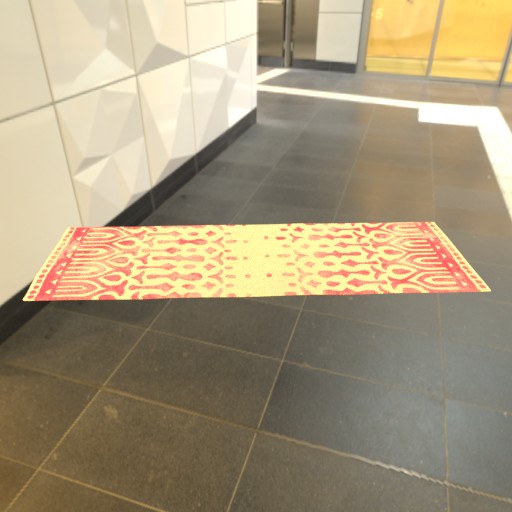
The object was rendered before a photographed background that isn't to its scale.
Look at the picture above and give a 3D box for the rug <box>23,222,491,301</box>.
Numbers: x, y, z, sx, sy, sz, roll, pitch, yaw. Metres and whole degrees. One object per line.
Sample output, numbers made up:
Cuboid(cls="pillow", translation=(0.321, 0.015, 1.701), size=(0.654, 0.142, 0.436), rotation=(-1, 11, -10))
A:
Cuboid(cls="rug", translation=(0.000, 0.000, 2.631), size=(2.458, 0.011, 0.787), rotation=(-1, 32, -2))
